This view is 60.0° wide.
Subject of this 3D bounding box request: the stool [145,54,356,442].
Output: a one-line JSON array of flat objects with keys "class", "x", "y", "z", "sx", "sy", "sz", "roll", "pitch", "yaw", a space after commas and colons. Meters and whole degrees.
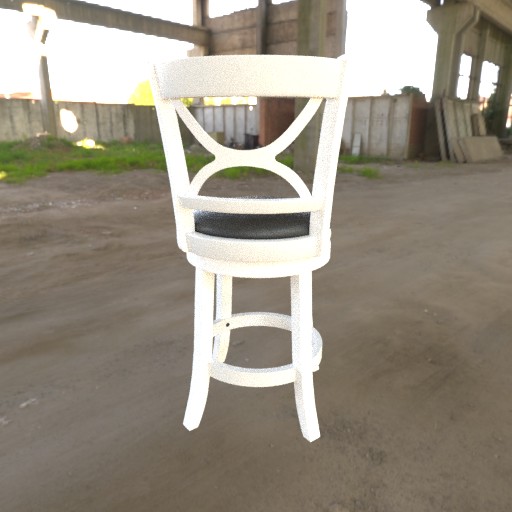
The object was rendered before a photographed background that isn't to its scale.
[{"class": "stool", "x": 0.000, "y": 0.000, "z": 1.198, "sx": 0.444, "sy": 0.953, "sz": 0.508, "roll": 2, "pitch": 17, "yaw": 7}]
